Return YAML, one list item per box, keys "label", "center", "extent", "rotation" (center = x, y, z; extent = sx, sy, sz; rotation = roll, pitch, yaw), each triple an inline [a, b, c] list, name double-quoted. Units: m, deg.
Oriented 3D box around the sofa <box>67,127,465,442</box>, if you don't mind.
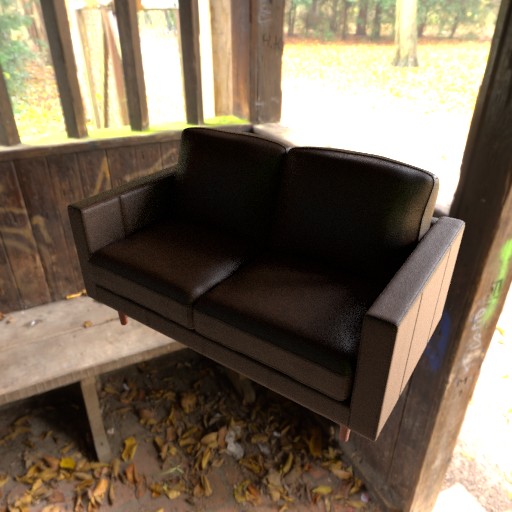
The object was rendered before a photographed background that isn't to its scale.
- label: "sofa"
  center: [0.000, 0.000, 2.077]
  extent: [1.578, 0.951, 0.909]
  rotation: [19, 35, 29]
